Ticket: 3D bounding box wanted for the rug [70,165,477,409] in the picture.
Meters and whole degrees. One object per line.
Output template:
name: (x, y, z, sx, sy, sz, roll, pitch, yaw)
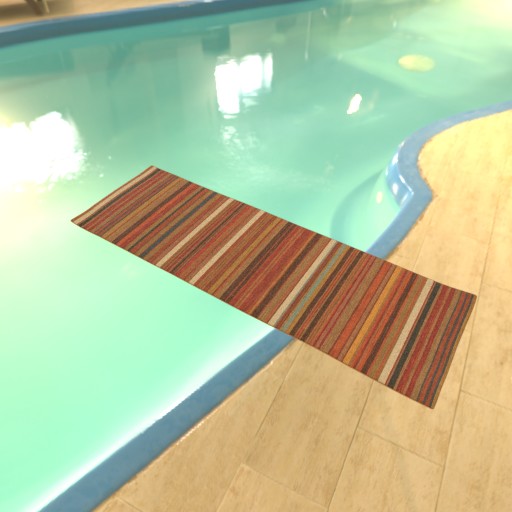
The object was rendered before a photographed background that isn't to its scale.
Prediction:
rug: (0.000, 0.000, 2.720, 2.444, 0.030, 0.799, 25, 50, 23)
